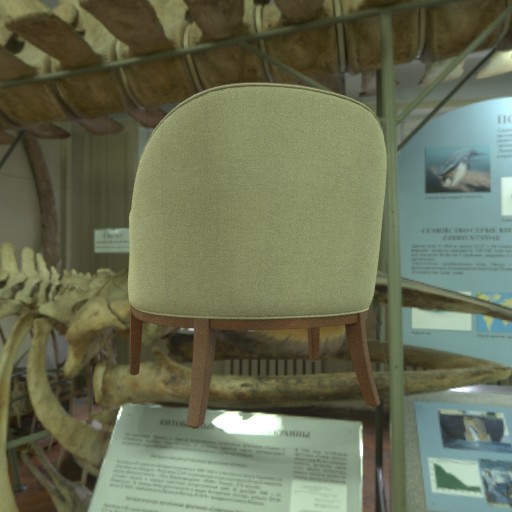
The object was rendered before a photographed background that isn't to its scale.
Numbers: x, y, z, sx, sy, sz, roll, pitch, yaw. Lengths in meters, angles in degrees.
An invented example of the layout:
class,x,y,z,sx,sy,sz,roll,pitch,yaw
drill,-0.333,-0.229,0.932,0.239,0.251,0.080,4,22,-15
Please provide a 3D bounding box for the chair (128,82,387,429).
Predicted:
class,x,y,z,sx,sy,sz,roll,pitch,yaw
chair,0.000,0.000,1.477,0.803,0.876,0.735,0,-1,-19
